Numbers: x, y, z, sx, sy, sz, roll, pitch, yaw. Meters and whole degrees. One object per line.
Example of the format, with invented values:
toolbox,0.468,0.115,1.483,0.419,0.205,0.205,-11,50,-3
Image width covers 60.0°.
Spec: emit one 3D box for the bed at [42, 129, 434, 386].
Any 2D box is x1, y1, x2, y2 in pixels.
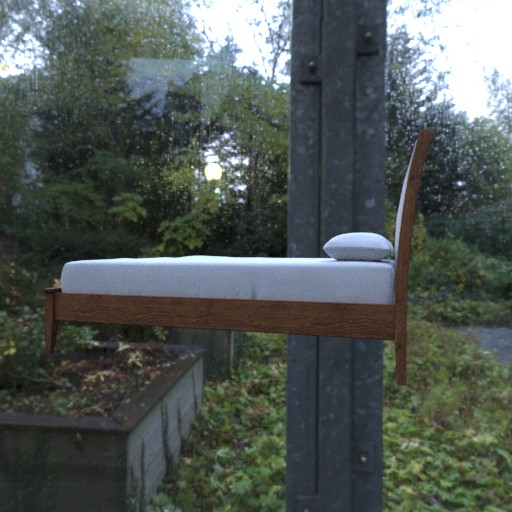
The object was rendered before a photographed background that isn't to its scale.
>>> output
bed,0.000,0.000,2.939,2.108,1.135,1.502,0,0,18
